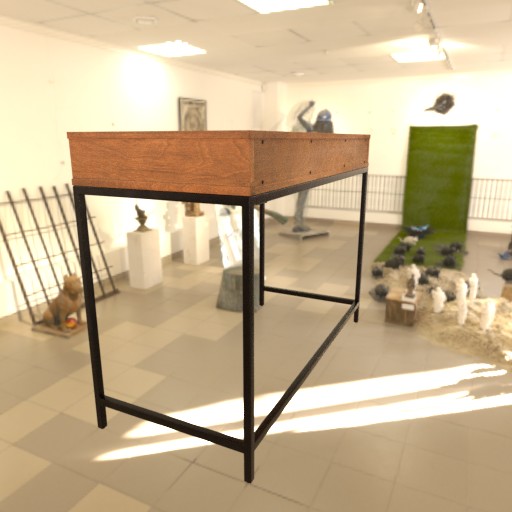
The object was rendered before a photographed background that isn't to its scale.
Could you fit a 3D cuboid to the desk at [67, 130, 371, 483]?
[{"bbox_3d":[0.000,0.000,1.431,0.470,0.762,1.016,7,16,25],"label":"desk"}]
